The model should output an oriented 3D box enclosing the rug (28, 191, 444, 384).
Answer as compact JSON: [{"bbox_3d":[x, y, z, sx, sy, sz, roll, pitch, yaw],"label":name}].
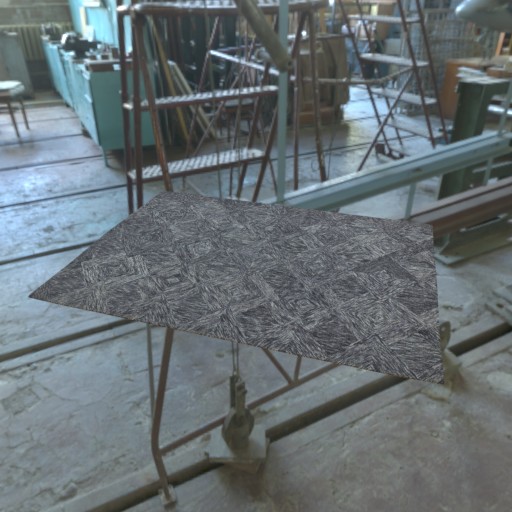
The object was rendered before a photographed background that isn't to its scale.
[{"bbox_3d":[0.000,0.000,5.300,4.093,0.020,2.997,9,32,15],"label":"rug"}]
